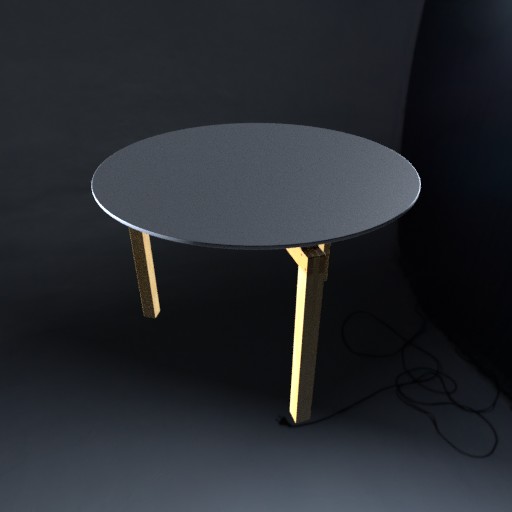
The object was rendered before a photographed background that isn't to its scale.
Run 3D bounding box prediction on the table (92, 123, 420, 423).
[{"bbox_3d":[0.000,0.000,0.954,0.600,0.405,0.600,0,32,0],"label":"table"}]
